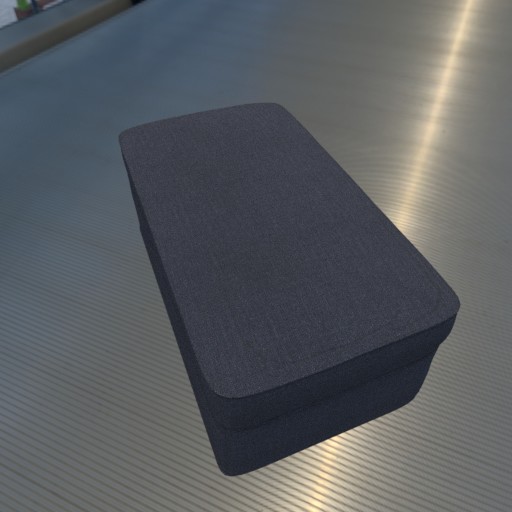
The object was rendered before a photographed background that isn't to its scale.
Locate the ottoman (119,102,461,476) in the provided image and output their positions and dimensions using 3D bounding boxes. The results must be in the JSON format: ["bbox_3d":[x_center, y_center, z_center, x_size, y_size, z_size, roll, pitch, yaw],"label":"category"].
[{"bbox_3d":[0.000,0.000,1.158,0.505,0.453,0.895,-16,48,-15],"label":"ottoman"}]
